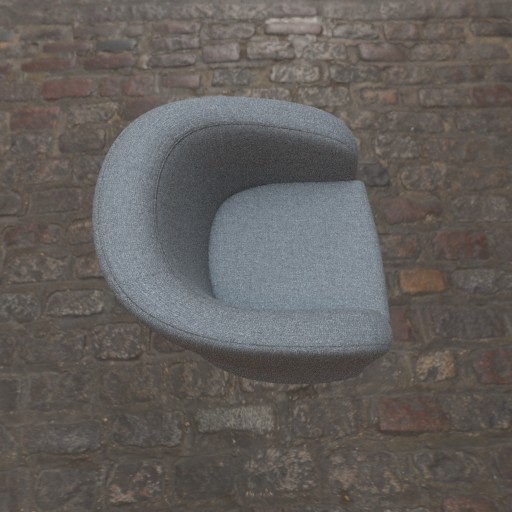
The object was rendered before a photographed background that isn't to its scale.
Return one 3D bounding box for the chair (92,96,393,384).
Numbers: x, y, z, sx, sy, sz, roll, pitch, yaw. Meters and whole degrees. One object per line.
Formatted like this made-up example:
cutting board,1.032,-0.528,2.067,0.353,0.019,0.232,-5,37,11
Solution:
chair,0.000,0.000,1.439,0.815,0.771,0.791,-3,64,-1
